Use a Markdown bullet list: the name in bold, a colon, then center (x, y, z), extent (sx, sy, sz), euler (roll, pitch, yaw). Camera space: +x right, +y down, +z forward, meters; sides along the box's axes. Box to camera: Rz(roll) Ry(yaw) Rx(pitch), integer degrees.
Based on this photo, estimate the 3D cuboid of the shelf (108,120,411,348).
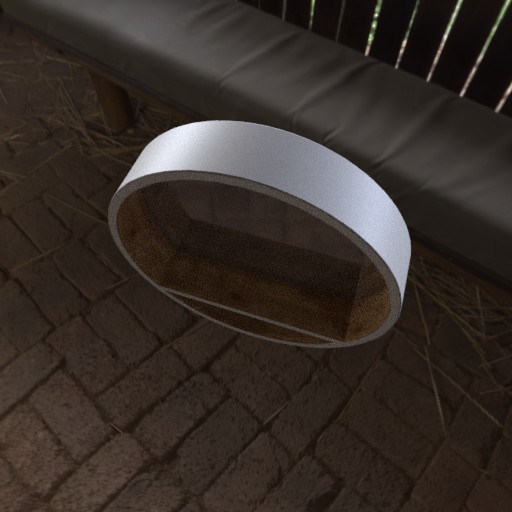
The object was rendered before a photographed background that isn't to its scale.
- **shelf**: center (0.000, 0.000, 1.242), extent (0.806, 0.807, 0.158), euler (16, 59, 10)
